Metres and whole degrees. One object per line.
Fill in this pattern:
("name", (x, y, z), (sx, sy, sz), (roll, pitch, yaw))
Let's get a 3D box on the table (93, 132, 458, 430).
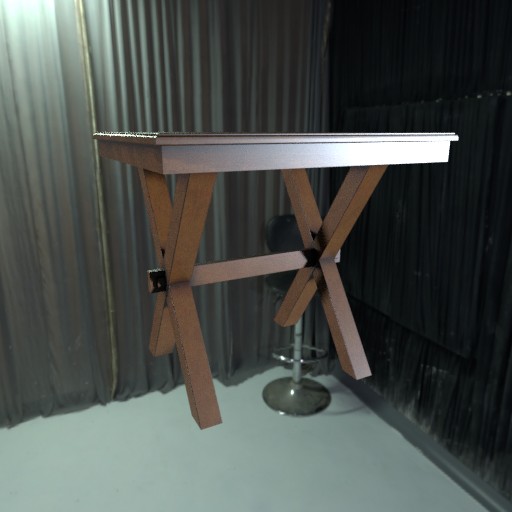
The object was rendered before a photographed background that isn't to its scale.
("table", (0.000, 0.000, 1.047), (0.602, 0.562, 0.560), (-8, 18, -27))
